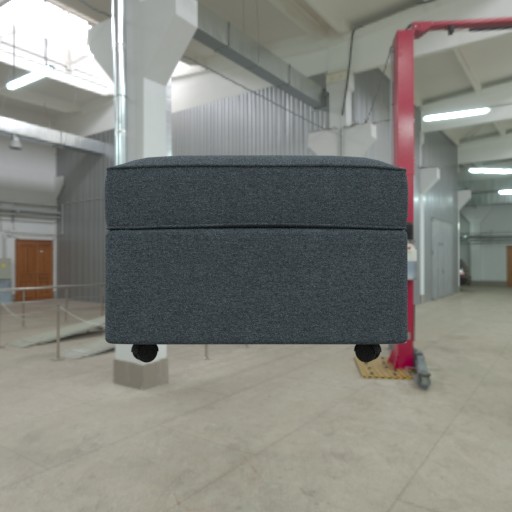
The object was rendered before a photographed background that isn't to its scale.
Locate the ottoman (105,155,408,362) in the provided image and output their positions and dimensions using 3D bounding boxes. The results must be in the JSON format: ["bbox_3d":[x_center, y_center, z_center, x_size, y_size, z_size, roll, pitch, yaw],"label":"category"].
[{"bbox_3d":[0.000,0.000,1.539,0.681,0.494,1.173,0,0,0],"label":"ottoman"}]
